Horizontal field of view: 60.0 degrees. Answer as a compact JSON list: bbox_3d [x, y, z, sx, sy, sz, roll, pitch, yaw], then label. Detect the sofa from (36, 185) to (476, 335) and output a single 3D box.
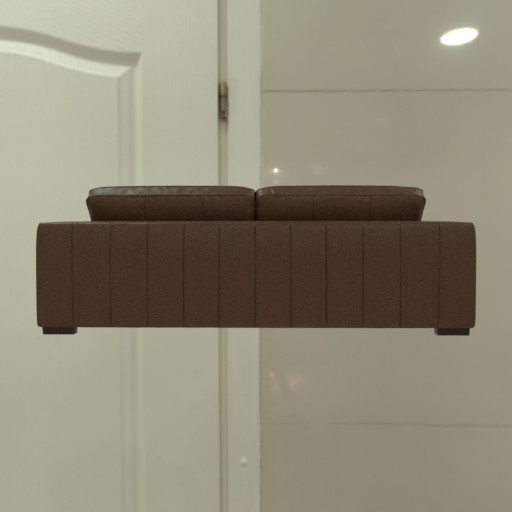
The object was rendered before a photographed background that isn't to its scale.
[{"bbox_3d":[0.000,0.000,2.776,2.262,0.801,1.070,0,2,1],"label":"sofa"}]
